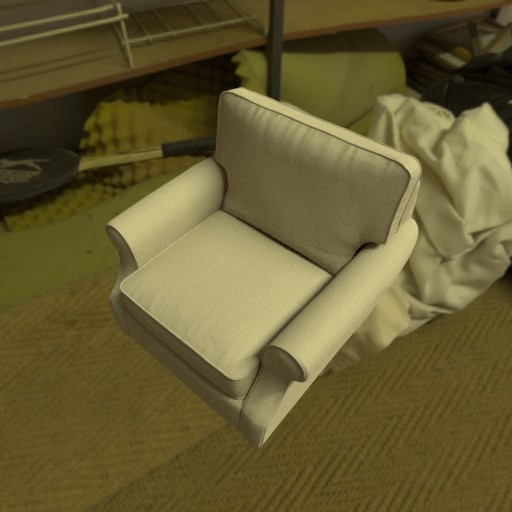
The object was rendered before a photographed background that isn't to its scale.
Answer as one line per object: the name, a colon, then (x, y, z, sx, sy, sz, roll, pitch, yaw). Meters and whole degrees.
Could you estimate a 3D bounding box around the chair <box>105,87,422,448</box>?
chair: (0.000, 0.000, 1.809, 1.029, 0.967, 0.966, 32, 54, 26)
